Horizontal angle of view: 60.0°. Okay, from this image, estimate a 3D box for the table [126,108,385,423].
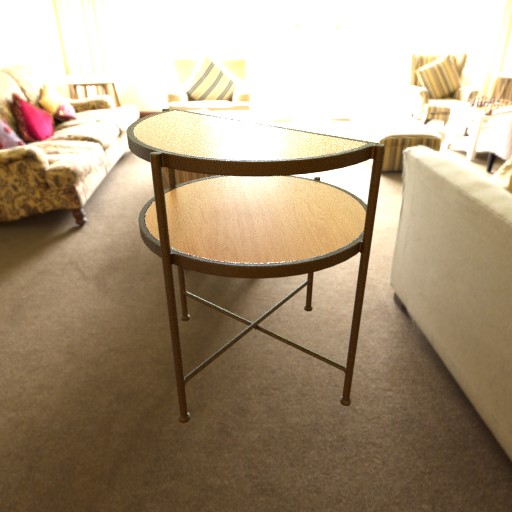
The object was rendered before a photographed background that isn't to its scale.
[{"bbox_3d":[0.000,0.000,1.173,0.629,0.684,0.628,20,35,32],"label":"table"}]
